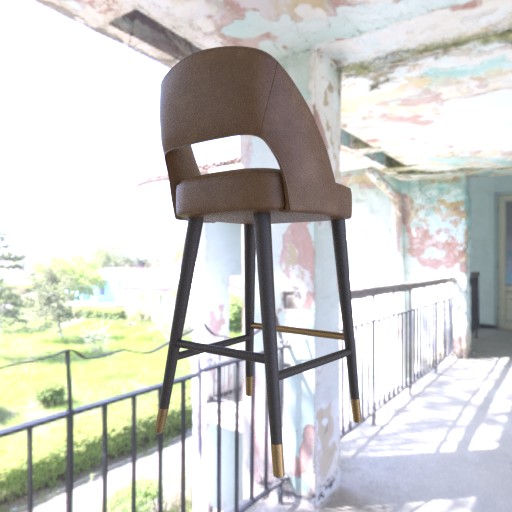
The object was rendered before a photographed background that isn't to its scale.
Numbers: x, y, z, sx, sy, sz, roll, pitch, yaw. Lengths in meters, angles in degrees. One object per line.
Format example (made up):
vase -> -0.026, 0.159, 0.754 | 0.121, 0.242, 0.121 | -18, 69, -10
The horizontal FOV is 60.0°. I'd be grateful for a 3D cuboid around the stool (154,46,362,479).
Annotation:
stool -> 0.000, 0.000, 1.321 | 0.494, 1.037, 0.509 | 0, 0, 37
